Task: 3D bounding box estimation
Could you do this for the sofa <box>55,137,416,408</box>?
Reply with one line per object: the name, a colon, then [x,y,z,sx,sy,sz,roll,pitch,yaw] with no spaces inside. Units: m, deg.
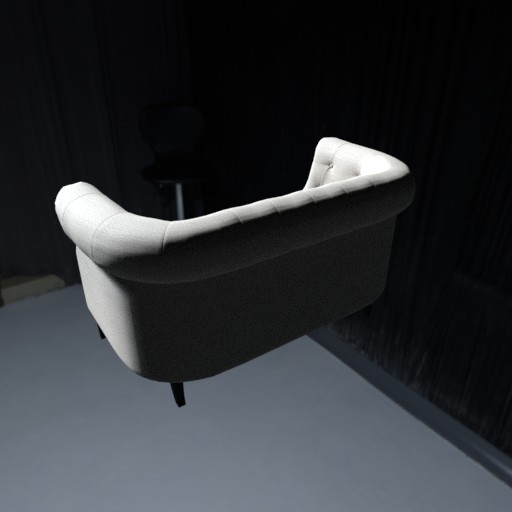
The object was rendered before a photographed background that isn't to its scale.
sofa: [0.000,0.000,2.084,1.558,0.827,0.835,-18,33,-30]
